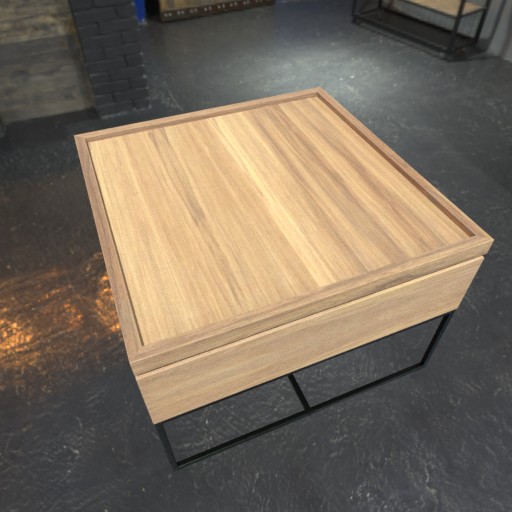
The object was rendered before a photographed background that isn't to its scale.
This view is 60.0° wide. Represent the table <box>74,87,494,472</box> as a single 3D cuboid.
[{"bbox_3d":[0.000,0.000,1.115,0.676,0.464,0.679,-17,48,-15],"label":"table"}]
